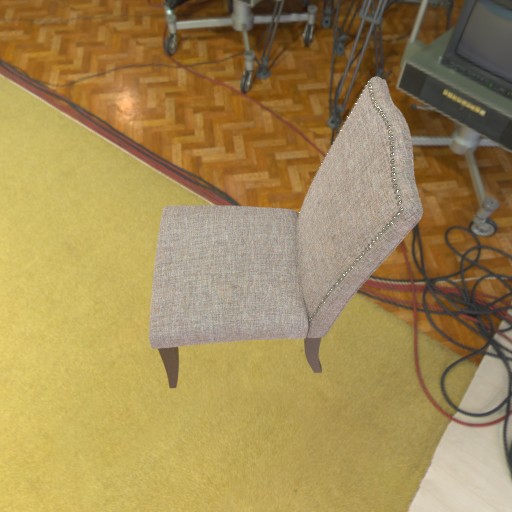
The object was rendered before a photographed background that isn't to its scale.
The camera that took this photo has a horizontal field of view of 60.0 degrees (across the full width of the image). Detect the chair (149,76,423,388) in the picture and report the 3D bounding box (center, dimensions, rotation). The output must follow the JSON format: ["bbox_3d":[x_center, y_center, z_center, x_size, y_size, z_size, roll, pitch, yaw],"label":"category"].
[{"bbox_3d":[0.000,0.000,1.372,0.660,1.016,0.513,-1,58,-1],"label":"chair"}]
